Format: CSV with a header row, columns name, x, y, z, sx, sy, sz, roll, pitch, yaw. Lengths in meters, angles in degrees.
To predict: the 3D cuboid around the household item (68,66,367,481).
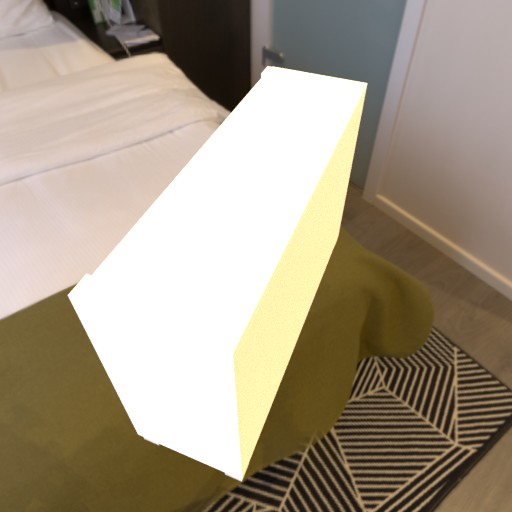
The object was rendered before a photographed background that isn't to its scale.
name,x,y,z,sx,sy,sz,roll,pitch,yaw
household item,0.000,0.000,1.704,0.420,0.867,1.300,16,49,15
